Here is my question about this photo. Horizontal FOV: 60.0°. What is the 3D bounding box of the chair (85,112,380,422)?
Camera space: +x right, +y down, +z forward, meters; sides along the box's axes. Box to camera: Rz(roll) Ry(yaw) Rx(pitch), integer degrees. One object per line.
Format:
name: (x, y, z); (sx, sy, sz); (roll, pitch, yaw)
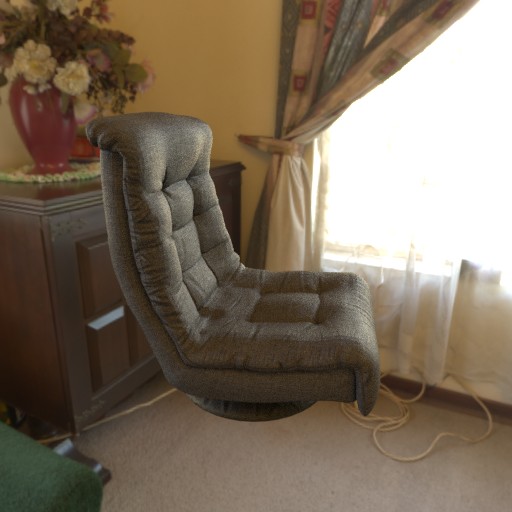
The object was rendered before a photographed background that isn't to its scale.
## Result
chair: (0.000, 0.000, 1.210); (0.668, 0.749, 0.597); (3, 18, 10)
